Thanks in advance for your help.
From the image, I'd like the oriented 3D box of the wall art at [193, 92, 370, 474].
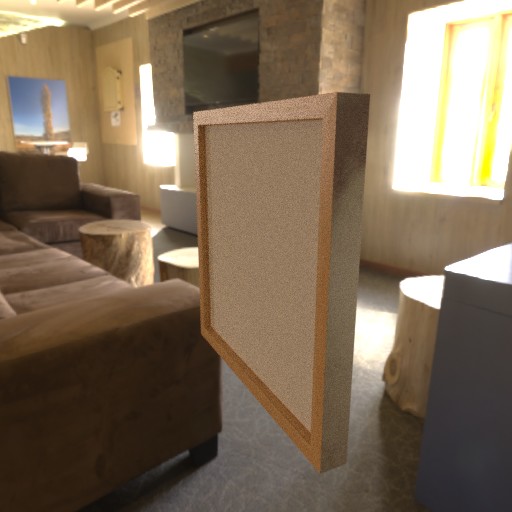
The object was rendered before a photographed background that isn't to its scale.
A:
[{"bbox_3d":[0.000,0.000,0.471,0.028,0.303,0.303,-7,17,-25],"label":"wall art"}]
